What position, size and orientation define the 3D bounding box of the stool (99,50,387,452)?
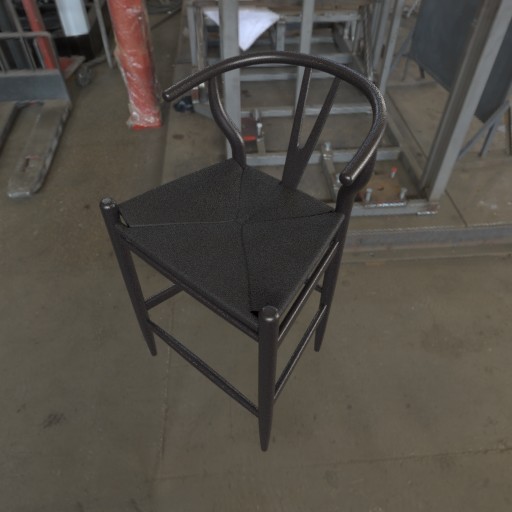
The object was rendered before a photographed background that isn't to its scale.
[{"bbox_3d":[0.000,0.000,1.304,0.569,0.970,0.579,32,54,27],"label":"stool"}]
